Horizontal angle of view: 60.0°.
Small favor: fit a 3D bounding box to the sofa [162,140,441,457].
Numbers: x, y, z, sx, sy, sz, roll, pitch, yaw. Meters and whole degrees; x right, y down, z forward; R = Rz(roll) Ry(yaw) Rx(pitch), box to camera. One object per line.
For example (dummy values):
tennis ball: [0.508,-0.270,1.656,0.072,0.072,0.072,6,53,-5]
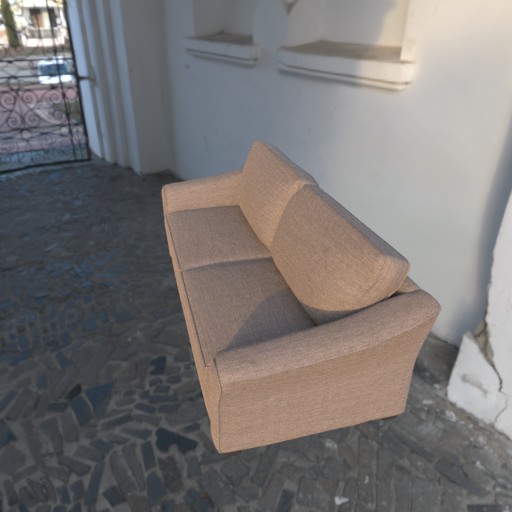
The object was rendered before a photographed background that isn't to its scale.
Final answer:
sofa: [0.000,0.000,2.772,0.980,0.965,2.270,-8,30,-14]
